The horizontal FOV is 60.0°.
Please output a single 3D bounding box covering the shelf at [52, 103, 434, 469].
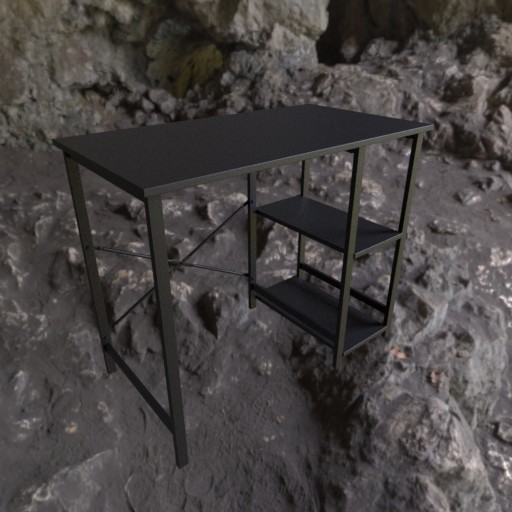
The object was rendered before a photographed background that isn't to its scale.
[{"bbox_3d":[0.000,0.000,1.353,0.902,0.749,0.498,-20,34,-34],"label":"shelf"}]
